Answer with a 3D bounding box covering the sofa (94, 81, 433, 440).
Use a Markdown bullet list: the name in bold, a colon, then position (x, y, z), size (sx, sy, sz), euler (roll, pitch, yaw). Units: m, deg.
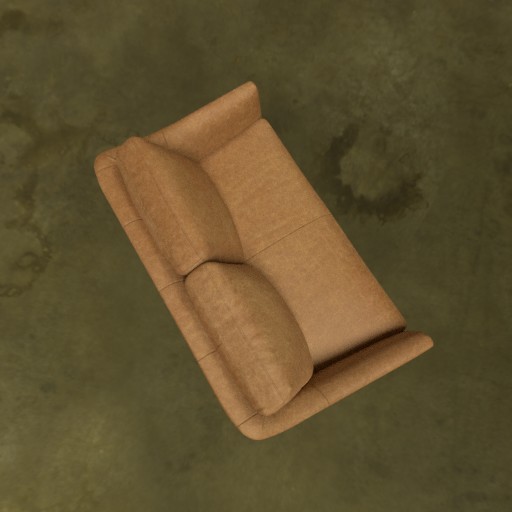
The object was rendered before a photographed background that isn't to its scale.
- **sofa**: position (0.000, 0.000, 2.247), size (0.960, 0.902, 1.619), euler (-30, 77, -8)
